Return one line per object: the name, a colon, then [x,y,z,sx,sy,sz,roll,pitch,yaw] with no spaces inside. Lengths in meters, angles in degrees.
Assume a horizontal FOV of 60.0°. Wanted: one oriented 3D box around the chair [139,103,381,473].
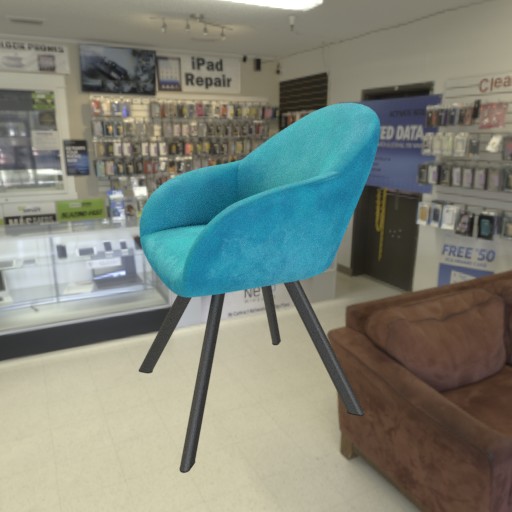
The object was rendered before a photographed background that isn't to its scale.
chair: [0.000,0.000,1.195,0.590,0.795,0.550,-7,17,-24]
